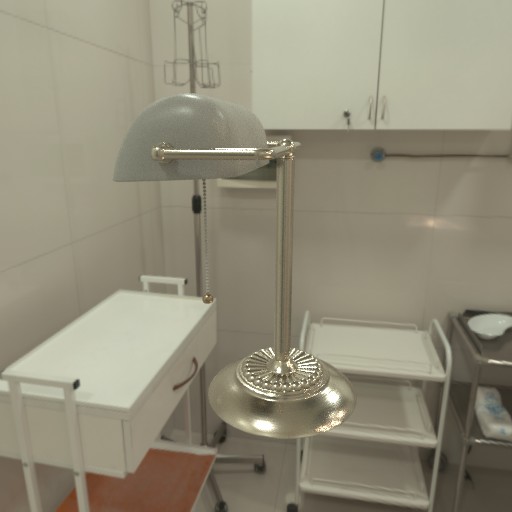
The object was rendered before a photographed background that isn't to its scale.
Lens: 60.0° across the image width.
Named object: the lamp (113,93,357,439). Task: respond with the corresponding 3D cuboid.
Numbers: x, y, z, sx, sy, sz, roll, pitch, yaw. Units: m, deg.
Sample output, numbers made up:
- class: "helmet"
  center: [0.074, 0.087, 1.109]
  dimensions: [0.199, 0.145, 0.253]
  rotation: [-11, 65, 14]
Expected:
- class: "lamp"
  center: [0.000, 0.000, 0.503]
  dimensions: [0.243, 0.339, 0.264]
  rotation: [3, 16, 10]
